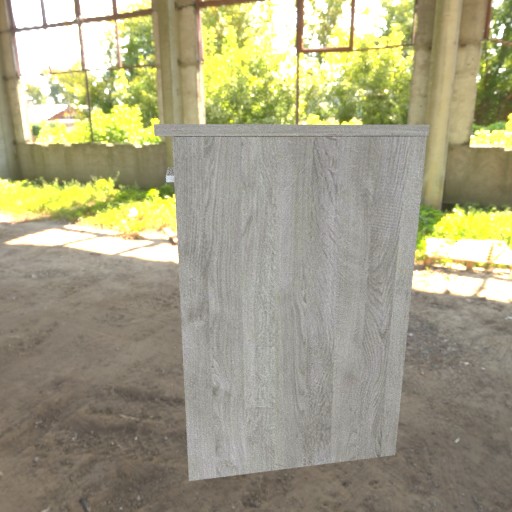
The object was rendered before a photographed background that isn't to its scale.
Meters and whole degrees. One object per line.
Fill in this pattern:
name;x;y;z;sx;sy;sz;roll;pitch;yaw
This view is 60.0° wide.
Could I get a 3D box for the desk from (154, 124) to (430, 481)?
desk;0.000;0.000;1.298;0.498;0.724;0.893;-3;16;-9
